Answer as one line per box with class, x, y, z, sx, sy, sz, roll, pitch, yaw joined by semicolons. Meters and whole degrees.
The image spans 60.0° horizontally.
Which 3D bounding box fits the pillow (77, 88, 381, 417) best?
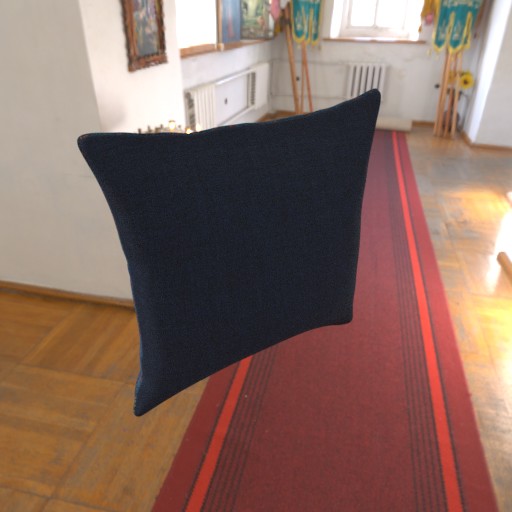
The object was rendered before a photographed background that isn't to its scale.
pillow;0.000;0.000;0.654;0.431;0.431;0.141;-18;35;-27
